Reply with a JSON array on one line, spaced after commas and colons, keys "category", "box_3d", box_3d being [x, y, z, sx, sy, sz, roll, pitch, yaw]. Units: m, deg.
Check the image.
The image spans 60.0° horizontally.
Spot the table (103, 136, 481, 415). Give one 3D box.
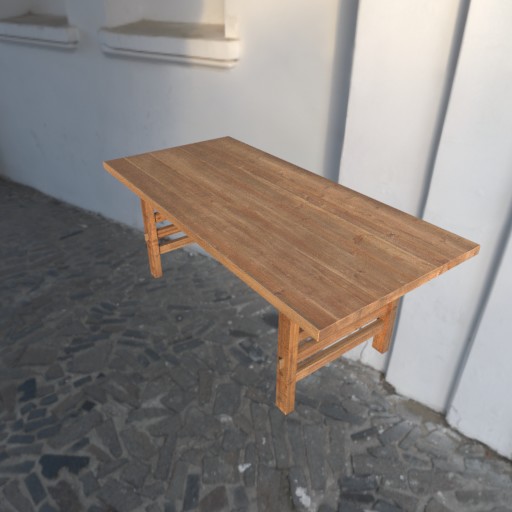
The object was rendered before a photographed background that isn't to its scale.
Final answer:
[{"category": "table", "box_3d": [0.000, 0.000, 2.566, 0.952, 0.760, 2.003, -21, 37, -30]}]
